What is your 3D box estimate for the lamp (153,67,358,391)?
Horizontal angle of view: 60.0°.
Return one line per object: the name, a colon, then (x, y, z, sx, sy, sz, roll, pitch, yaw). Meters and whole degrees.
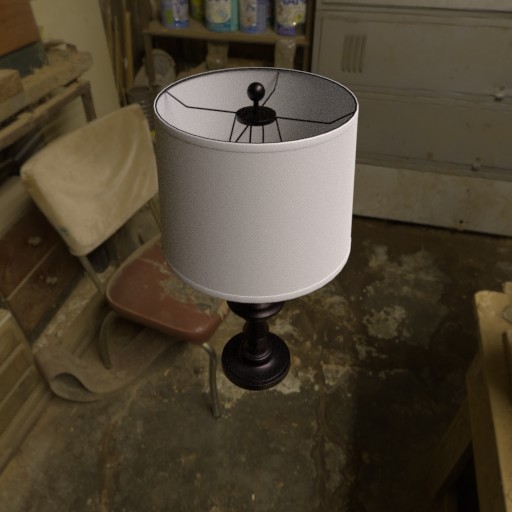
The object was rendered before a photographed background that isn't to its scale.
lamp: (0.000, 0.000, 0.945, 0.383, 0.726, 0.383, 0, 40, 0)
